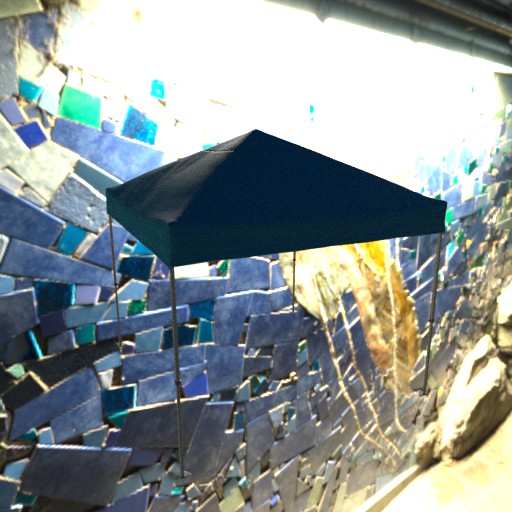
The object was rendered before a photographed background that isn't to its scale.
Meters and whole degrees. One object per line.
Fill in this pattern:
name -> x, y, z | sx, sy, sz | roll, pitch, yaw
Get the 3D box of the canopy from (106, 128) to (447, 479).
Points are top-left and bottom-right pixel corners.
canopy -> 0.000, 0.000, 5.423 | 2.998, 2.997, 2.996 | -7, 16, -26
